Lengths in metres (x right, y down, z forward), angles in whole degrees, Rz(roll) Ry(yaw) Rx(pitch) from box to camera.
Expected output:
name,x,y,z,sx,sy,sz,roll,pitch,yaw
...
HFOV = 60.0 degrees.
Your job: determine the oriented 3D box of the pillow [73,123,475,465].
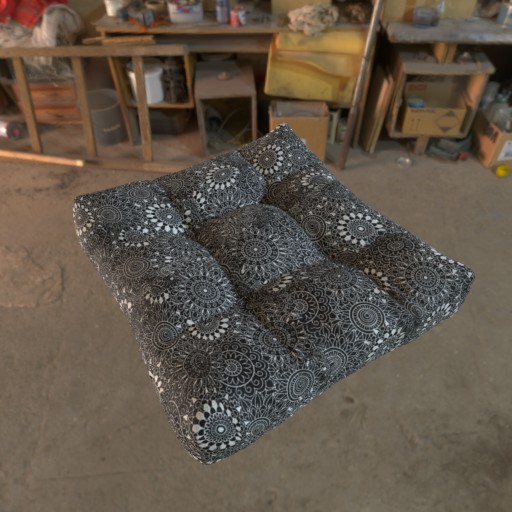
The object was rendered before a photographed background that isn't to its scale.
name,x,y,z,sx,sy,sz,roll,pitch,yaw
pillow,0.000,0.000,0.718,0.468,0.128,0.490,-25,52,-21
